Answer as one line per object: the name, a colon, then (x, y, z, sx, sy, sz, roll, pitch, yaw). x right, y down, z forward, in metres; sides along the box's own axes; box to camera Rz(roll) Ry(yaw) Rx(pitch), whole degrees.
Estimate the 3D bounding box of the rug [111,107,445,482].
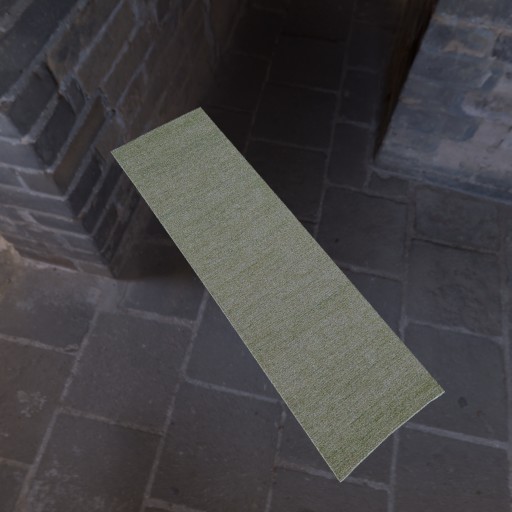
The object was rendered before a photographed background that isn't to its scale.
rug: (0.000, 0.000, 2.542, 0.686, 0.013, 2.340, -32, 68, -15)
